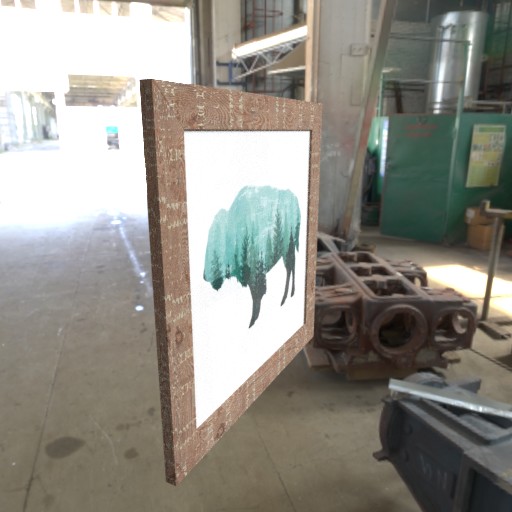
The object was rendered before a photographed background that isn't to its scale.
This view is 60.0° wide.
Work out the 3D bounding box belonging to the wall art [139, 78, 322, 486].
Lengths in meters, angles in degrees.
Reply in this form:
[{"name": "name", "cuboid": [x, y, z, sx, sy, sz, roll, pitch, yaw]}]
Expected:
[{"name": "wall art", "cuboid": [0.000, 0.000, 0.557, 0.022, 0.380, 0.380, 8, 18, 27]}]
